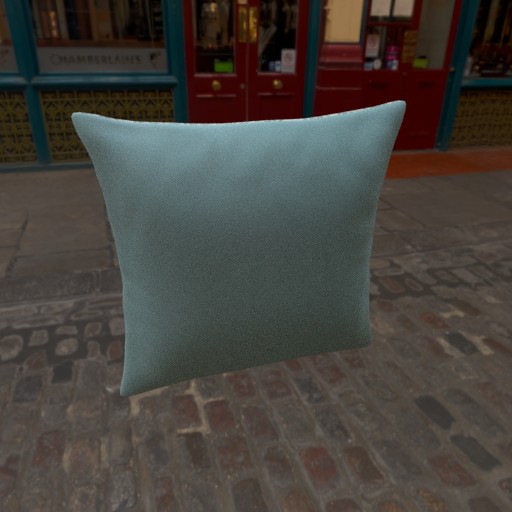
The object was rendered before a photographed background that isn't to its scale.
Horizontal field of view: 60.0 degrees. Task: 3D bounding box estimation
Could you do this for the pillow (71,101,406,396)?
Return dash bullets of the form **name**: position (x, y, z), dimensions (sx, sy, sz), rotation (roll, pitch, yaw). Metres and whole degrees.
- **pillow**: position (0.000, 0.000, 0.782), dimensions (0.526, 0.507, 0.166), rotation (-8, 26, -16)
